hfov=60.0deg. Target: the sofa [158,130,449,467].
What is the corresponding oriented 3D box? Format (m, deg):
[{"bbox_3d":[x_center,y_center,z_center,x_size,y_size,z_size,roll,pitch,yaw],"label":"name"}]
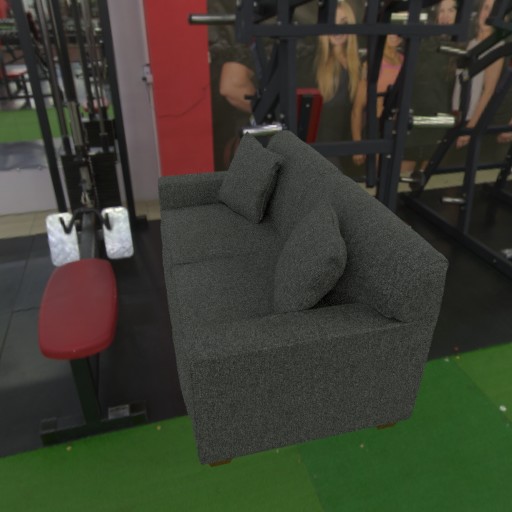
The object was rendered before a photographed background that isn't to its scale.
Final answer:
[{"bbox_3d":[0.000,0.000,2.429,0.998,0.958,1.846,-7,31,-12],"label":"sofa"}]
